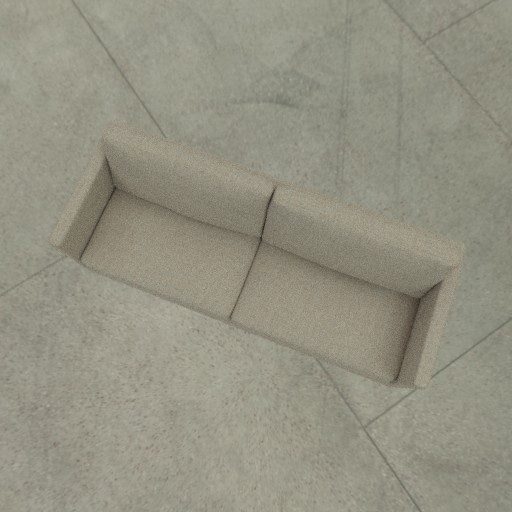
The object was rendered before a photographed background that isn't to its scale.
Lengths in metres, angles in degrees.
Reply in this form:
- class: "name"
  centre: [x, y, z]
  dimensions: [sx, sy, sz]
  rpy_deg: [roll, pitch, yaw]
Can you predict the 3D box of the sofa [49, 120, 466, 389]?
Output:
- class: "sofa"
  centre: [0.000, 0.000, 2.966]
  dimensions: [2.434, 0.965, 0.951]
  rpy_deg: [20, 76, 5]
